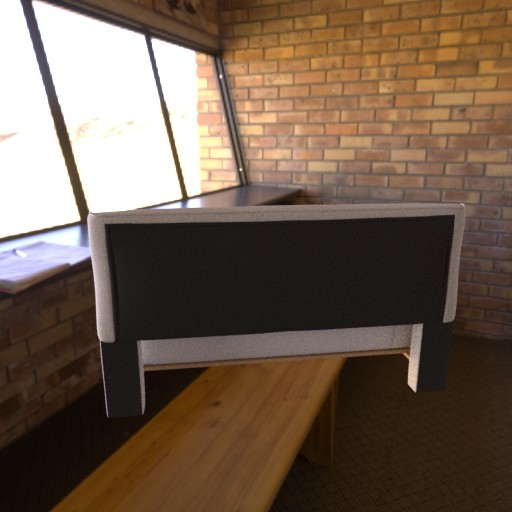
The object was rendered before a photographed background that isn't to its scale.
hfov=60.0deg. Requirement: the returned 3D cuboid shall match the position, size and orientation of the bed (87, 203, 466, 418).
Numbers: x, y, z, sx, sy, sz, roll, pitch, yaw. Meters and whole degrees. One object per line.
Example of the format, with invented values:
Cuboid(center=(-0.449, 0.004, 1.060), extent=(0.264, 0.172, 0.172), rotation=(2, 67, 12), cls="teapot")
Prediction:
Cuboid(center=(0.000, 0.000, 3.507), extent=(1.980, 1.126, 2.498), rotation=(-2, 15, -8), cls="bed")
